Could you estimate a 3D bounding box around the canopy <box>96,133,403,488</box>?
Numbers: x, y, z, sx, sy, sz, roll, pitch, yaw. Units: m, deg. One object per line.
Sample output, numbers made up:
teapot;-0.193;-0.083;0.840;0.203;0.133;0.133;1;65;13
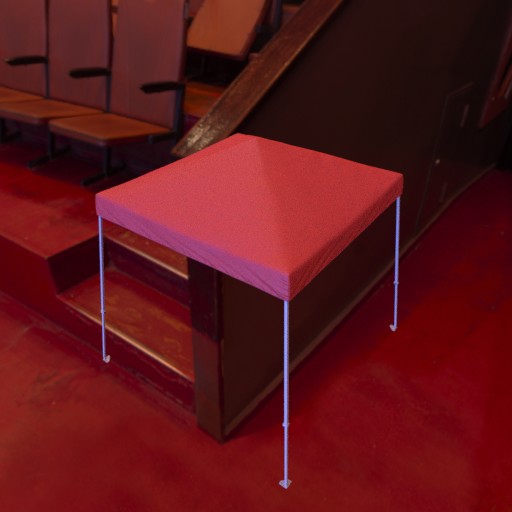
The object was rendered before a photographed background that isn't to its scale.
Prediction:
canopy;0.000;0.000;6.597;3.599;3.600;3.600;22;40;29
